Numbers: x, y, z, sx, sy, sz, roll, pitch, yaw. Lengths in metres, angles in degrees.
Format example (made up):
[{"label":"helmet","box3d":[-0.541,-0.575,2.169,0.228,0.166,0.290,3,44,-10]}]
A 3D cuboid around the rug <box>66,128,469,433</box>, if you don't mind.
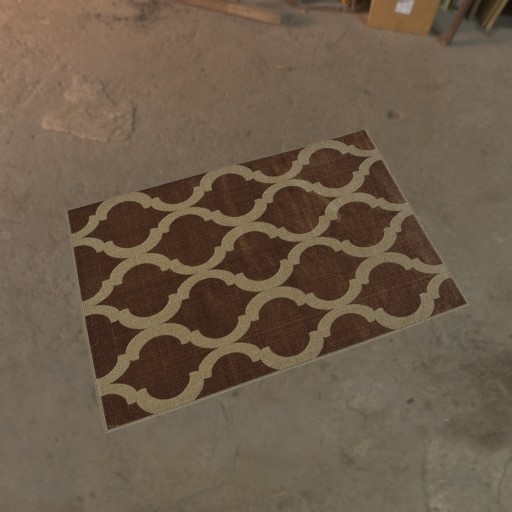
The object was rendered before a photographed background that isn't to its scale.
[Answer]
[{"label":"rug","box3d":[0.000,0.000,2.906,2.290,0.014,1.526,-17,65,-8]}]
